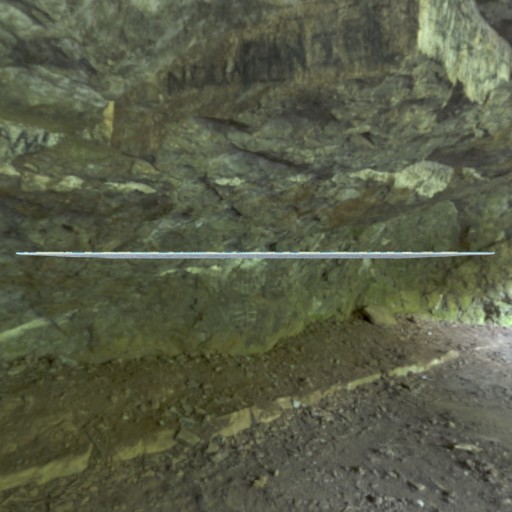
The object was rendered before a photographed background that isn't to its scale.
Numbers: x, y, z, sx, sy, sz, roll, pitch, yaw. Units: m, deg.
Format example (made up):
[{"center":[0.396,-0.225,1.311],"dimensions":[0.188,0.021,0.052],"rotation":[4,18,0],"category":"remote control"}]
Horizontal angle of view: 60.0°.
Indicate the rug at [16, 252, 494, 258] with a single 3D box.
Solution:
[{"center":[0.000,0.000,2.291],"dimensions":[1.830,0.011,1.209],"rotation":[0,-1,1],"category":"rug"}]
